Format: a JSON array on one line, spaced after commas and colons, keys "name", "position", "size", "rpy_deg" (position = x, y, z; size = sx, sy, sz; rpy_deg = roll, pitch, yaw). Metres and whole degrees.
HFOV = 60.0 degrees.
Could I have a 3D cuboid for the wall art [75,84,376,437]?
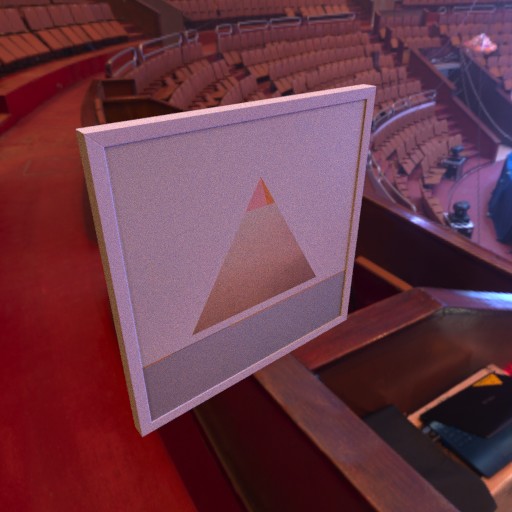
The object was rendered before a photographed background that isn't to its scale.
[{"name": "wall art", "position": [0.000, 0.000, 1.152], "size": [0.768, 0.765, 0.041], "rpy_deg": [-22, 36, -33]}]
